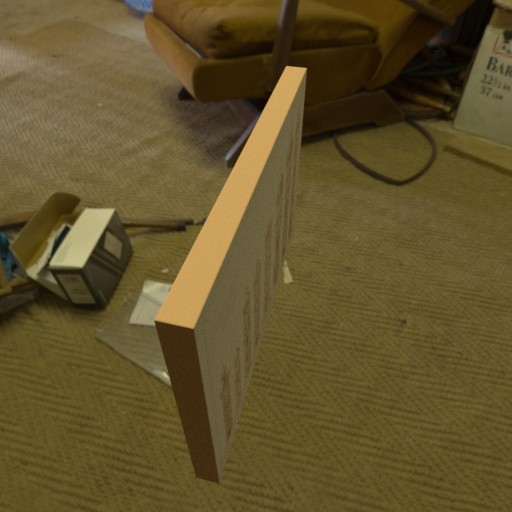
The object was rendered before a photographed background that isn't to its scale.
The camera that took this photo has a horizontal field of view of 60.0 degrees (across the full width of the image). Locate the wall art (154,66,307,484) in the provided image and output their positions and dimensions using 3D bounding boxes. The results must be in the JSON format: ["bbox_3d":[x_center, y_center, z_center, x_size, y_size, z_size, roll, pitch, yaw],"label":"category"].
[{"bbox_3d":[0.000,0.000,0.762,0.039,0.407,0.609,10,46,10],"label":"wall art"}]
